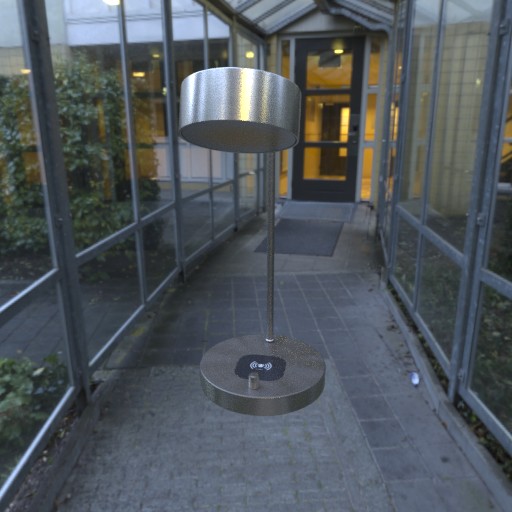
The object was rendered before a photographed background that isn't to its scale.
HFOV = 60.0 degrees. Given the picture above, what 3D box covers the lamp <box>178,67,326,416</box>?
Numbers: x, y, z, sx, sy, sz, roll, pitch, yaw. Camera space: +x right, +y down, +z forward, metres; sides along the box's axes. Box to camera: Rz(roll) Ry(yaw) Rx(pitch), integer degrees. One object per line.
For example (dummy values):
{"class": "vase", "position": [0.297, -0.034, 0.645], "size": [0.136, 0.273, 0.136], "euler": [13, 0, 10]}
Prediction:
{"class": "lamp", "position": [0.000, 0.000, 0.636], "size": [0.211, 0.469, 0.334], "euler": [3, 16, 10]}
